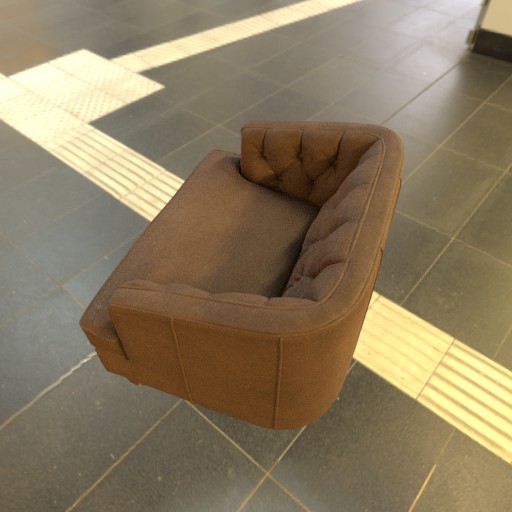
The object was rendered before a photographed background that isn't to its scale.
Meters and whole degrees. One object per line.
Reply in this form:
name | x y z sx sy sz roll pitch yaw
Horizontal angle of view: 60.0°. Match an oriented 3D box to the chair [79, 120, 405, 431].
chair | 0.000 0.000 1.736 0.914 0.787 1.118 16 49 14
